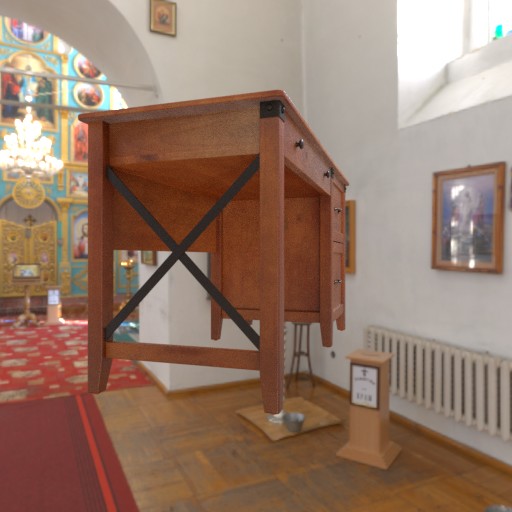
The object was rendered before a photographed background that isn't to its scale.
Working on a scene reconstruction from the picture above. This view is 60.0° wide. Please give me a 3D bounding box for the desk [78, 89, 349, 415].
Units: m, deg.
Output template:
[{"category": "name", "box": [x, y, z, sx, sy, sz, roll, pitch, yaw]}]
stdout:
[{"category": "desk", "box": [0.000, 0.000, 1.736, 0.574, 0.756, 1.353, 0, 0, 18]}]
